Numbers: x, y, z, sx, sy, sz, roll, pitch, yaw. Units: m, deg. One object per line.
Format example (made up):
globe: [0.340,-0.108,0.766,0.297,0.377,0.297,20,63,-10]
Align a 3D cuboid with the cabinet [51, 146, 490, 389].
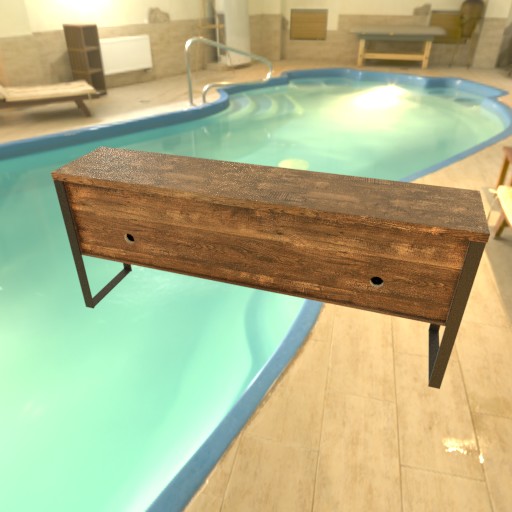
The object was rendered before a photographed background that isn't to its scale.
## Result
cabinet: [0.000,0.000,2.100,1.800,0.762,0.395,10,33,15]
